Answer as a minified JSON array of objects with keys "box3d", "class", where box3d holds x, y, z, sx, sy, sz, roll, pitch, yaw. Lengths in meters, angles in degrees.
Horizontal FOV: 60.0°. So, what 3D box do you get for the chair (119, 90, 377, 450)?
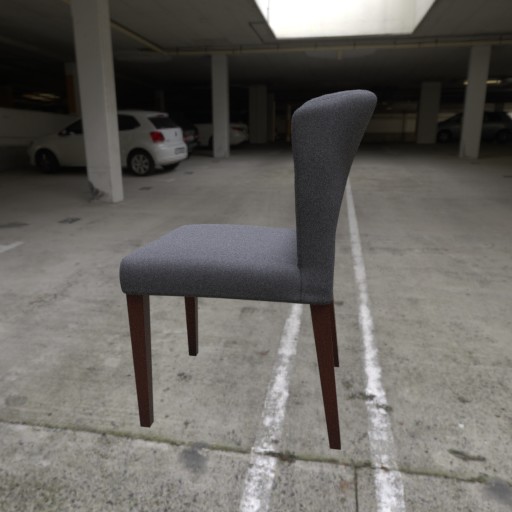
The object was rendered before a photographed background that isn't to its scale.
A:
[{"box3d":[0.000,0.000,1.220,0.592,0.839,0.491,2,14,9],"class":"chair"}]
